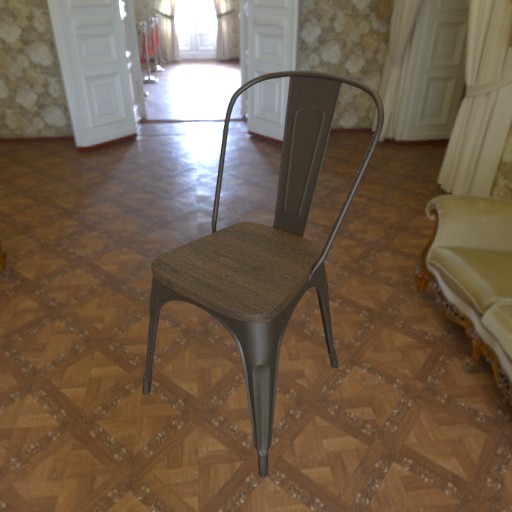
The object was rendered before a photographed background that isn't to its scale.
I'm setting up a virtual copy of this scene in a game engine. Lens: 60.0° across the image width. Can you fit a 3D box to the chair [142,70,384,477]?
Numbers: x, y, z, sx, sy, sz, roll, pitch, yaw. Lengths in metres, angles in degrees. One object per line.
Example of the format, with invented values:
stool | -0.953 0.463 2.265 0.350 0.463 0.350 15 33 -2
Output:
chair | 0.000 0.000 1.160 0.451 0.844 0.532 21 36 31
